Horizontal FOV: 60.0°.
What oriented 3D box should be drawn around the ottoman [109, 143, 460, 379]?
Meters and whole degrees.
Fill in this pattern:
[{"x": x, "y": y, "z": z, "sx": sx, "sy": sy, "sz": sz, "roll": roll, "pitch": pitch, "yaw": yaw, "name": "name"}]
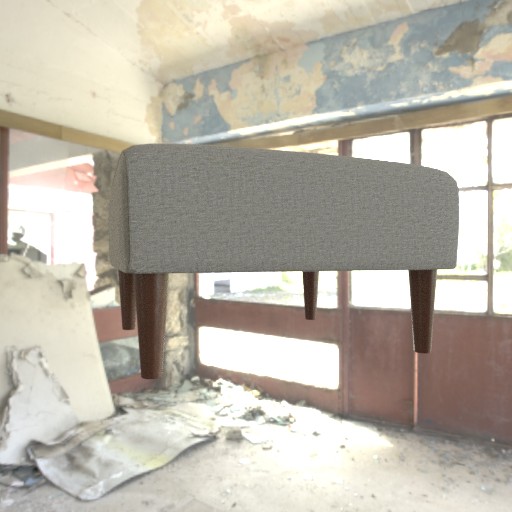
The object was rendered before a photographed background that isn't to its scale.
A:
[{"x": 0.000, "y": 0.000, "z": 1.063, "sx": 0.655, "sy": 0.399, "sz": 0.648, "roll": 0, "pitch": 0, "yaw": -20, "name": "ottoman"}]
